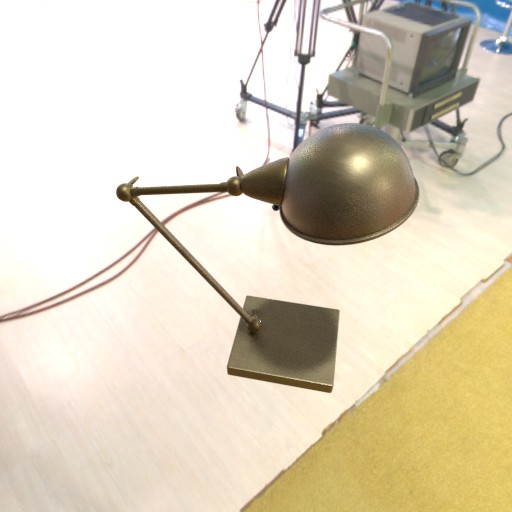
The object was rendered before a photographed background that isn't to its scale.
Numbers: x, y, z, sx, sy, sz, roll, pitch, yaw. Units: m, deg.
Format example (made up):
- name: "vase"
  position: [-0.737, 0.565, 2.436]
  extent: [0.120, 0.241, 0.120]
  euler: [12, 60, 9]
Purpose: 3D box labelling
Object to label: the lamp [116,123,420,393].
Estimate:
- name: "lamp"
  position: [0.000, 0.000, 0.565]
  extent: [0.339, 0.371, 0.149]
  euler: [8, 46, 8]
